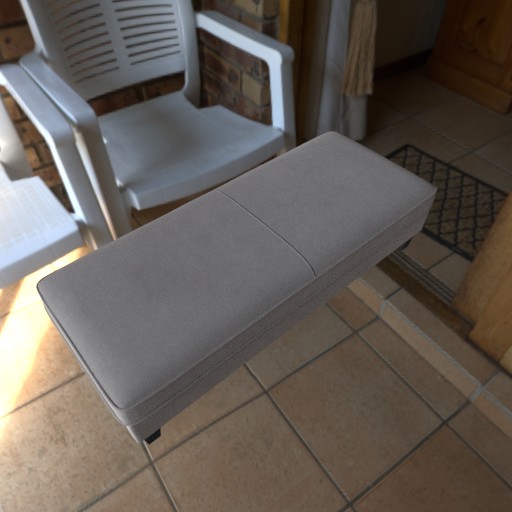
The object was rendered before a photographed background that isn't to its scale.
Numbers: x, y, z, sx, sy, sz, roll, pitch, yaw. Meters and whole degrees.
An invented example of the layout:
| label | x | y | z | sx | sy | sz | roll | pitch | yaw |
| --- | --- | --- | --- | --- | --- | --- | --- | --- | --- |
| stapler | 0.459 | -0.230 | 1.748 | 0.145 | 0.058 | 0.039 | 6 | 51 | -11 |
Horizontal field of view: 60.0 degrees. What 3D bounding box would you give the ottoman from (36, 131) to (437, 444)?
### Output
| label | x | y | z | sx | sy | sz | roll | pitch | yaw |
| --- | --- | --- | --- | --- | --- | --- | --- | --- | --- |
| ottoman | 0.000 | 0.000 | 2.035 | 1.726 | 0.460 | 0.735 | -32 | 55 | -26 |
